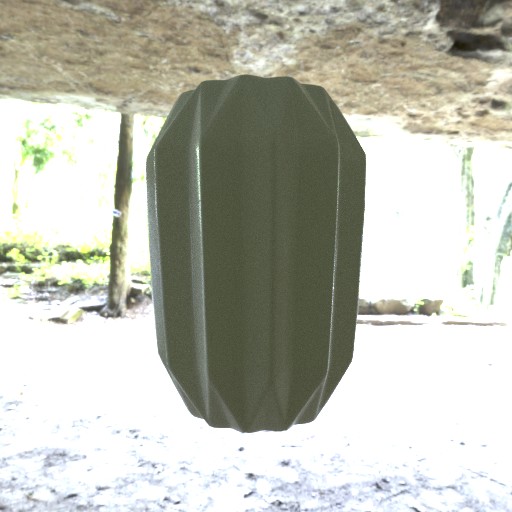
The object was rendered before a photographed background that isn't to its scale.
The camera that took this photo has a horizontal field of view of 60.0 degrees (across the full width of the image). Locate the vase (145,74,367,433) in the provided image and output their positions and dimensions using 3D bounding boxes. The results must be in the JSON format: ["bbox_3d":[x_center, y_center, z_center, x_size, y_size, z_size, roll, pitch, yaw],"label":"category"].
[{"bbox_3d":[0.000,0.000,0.398,0.195,0.275,0.195,0,1,0],"label":"vase"}]
